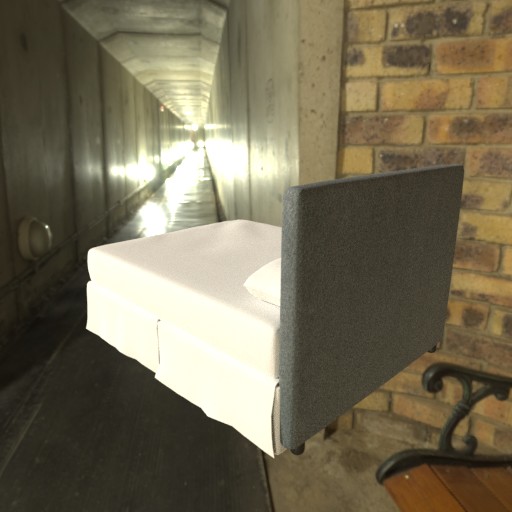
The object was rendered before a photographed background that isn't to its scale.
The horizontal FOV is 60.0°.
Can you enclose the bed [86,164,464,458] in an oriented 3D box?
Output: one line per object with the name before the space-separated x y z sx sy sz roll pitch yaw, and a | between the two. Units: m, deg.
bed | 0.000 0.000 3.170 1.723 1.330 2.142 -15 22 -42
